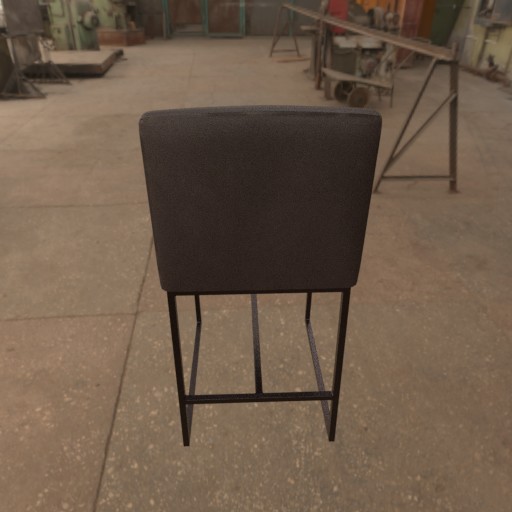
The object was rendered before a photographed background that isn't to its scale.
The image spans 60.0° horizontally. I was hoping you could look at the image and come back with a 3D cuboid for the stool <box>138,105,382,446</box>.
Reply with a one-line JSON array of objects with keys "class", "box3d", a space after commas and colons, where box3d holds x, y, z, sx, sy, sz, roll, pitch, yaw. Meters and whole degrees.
[{"class": "stool", "box3d": [0.000, 0.000, 1.257, 0.463, 0.946, 0.562, -1, 32, -2]}]
